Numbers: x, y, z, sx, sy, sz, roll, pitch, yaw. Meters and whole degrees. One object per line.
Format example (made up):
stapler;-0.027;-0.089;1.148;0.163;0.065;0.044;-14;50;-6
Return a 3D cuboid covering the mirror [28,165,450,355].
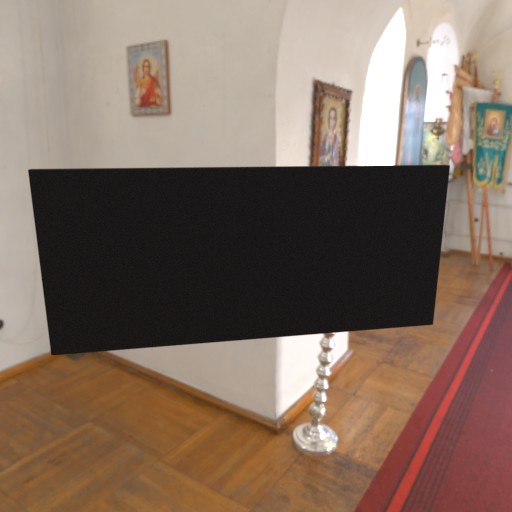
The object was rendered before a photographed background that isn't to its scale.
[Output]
mirror;0.000;0.000;1.752;1.584;0.692;0.047;-3;15;-10
